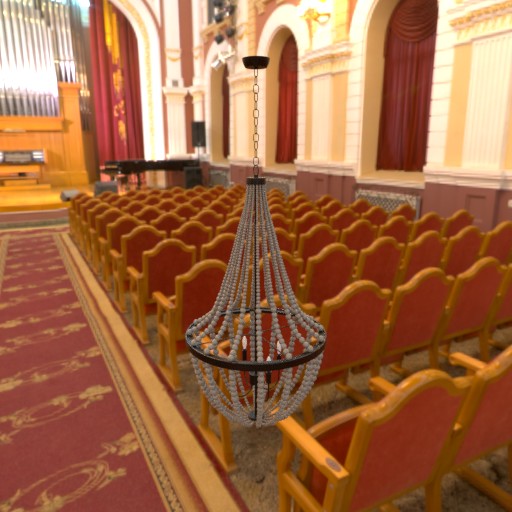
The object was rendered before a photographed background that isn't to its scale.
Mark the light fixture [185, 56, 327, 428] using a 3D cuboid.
[{"bbox_3d":[0.000,0.000,1.369,0.450,1.133,0.450,0,14,0],"label":"light fixture"}]
